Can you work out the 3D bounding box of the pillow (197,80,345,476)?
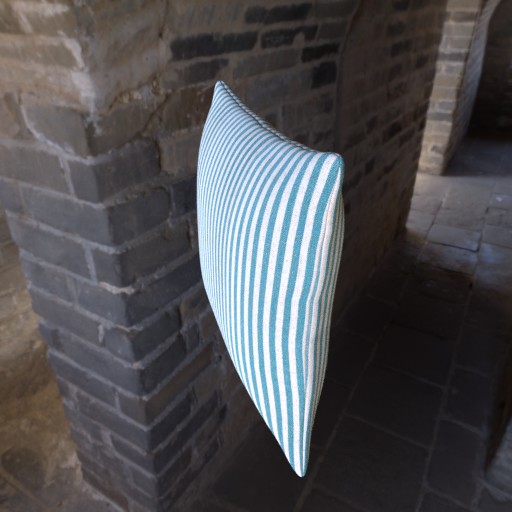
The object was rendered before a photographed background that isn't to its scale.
[{"bbox_3d":[0.000,0.000,0.777,0.166,0.510,0.523,-9,31,-15],"label":"pillow"}]
